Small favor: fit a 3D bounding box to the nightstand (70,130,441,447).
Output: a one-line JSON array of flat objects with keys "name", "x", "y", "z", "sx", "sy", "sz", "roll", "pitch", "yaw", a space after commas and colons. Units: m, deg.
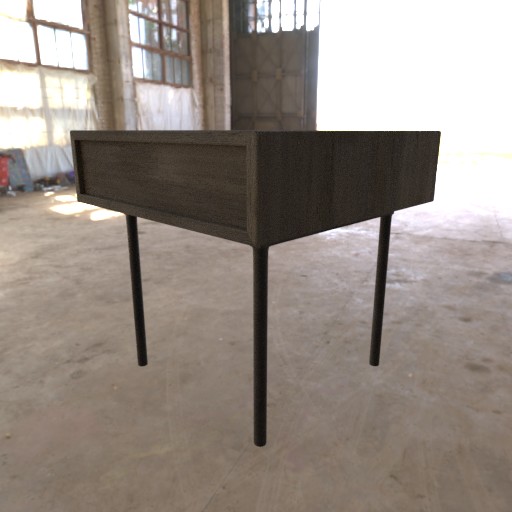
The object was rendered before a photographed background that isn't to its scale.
[{"name": "nightstand", "x": 0.000, "y": 0.000, "z": 0.911, "sx": 0.502, "sy": 0.497, "sz": 0.503, "roll": 15, "pitch": 22, "yaw": 43}]
